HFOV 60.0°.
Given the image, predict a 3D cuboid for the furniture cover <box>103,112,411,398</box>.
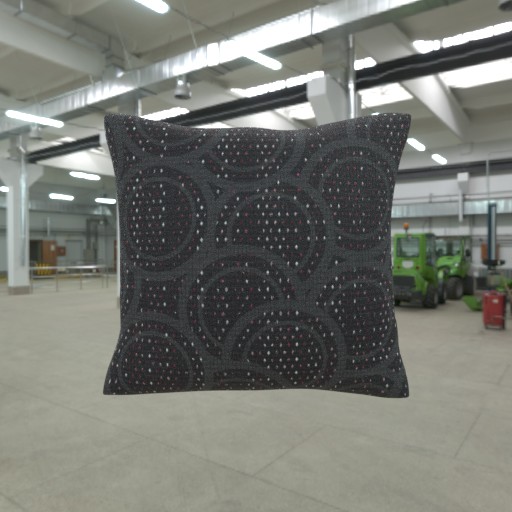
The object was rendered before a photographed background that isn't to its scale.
[{"bbox_3d":[0.000,0.000,0.796,0.552,0.509,0.193,0,1,1],"label":"furniture cover"}]
